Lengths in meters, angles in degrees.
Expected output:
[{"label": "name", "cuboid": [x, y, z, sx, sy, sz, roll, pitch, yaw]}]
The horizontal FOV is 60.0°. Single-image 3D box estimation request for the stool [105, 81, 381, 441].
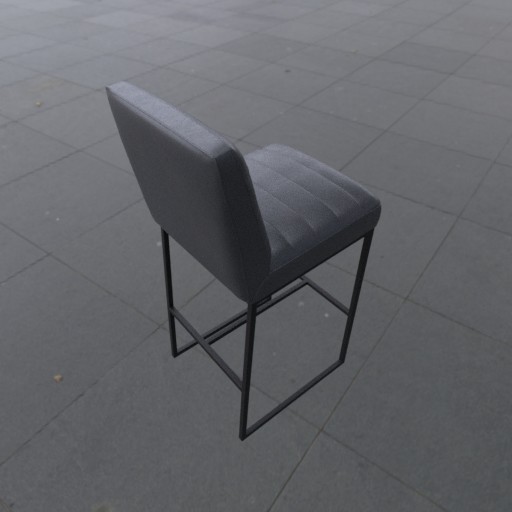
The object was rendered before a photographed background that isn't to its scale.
[{"label": "stool", "cuboid": [0.000, 0.000, 1.338, 0.552, 1.040, 0.457, -28, 48, -29]}]
